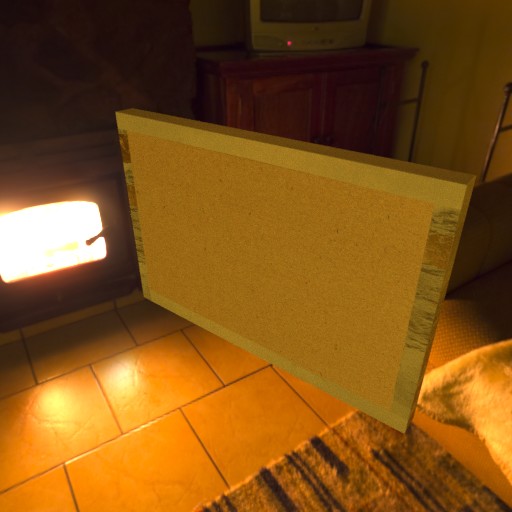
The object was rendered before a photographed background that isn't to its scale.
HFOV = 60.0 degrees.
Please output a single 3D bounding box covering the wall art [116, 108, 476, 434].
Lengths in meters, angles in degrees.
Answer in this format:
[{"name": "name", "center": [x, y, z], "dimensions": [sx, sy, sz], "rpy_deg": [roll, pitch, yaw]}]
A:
[{"name": "wall art", "center": [0.000, 0.000, 0.755], "dimensions": [0.606, 0.407, 0.041], "rpy_deg": [21, 36, 31]}]
